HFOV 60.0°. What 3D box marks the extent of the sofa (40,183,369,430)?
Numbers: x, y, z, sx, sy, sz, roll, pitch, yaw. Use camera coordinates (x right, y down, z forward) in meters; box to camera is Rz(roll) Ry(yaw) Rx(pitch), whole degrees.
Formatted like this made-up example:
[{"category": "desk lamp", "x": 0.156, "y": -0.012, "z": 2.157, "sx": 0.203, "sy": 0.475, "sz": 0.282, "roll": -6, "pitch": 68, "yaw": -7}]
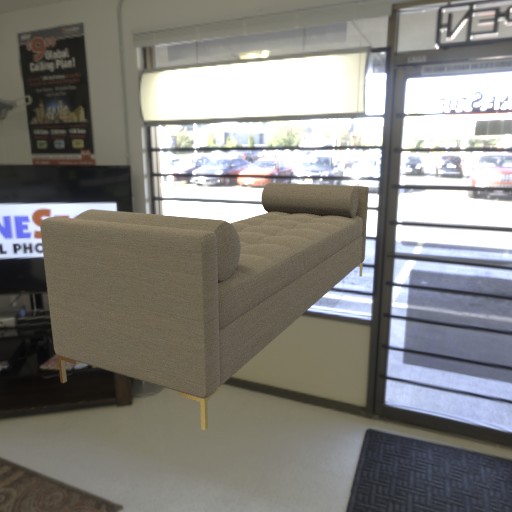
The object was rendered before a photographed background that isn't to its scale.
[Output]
[{"category": "sofa", "x": 0.000, "y": 0.000, "z": 2.307, "sx": 0.686, "sy": 0.635, "sz": 1.981, "roll": 7, "pitch": 15, "yaw": 26}]
